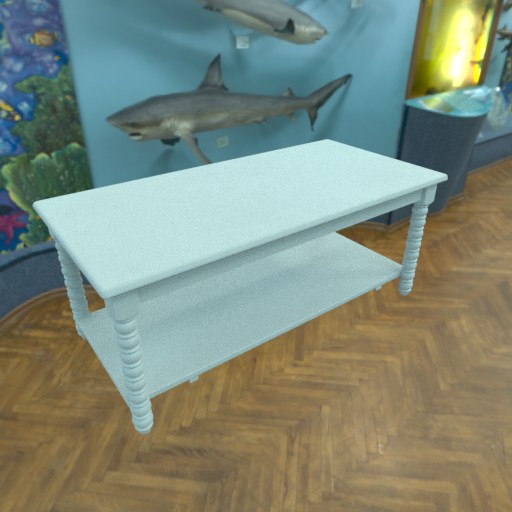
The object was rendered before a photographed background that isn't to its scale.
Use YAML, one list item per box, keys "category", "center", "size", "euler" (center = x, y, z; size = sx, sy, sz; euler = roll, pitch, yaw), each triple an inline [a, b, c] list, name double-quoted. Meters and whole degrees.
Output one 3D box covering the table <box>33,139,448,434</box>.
- category: "table"
  center: [0.000, 0.000, 1.485]
  size: [1.171, 0.487, 0.580]
  euler: [-20, 35, -31]
